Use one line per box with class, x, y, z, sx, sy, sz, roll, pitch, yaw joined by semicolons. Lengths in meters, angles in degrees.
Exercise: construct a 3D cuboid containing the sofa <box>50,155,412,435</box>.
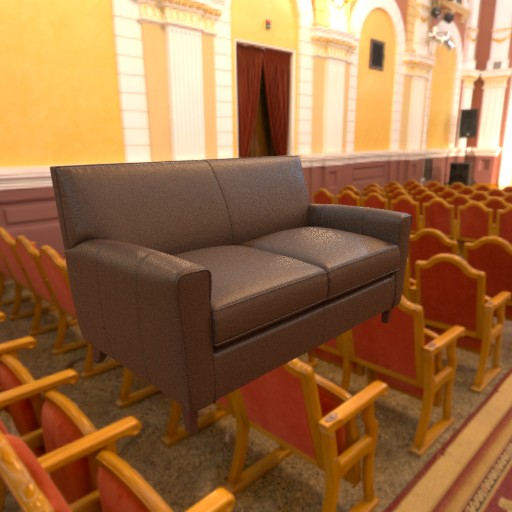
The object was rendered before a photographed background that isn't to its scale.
sofa;0.000;0.000;2.069;0.853;0.859;1.468;14;21;43
